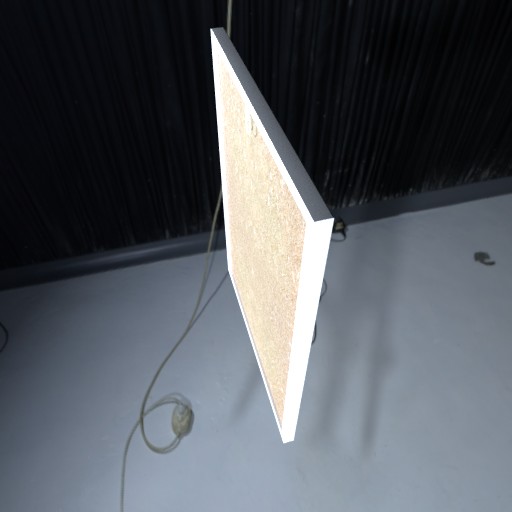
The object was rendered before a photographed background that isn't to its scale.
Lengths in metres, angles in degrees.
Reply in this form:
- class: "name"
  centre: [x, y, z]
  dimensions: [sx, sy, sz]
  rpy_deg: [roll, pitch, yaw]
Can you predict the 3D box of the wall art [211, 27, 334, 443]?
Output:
- class: "wall art"
  centre: [0.000, 0.000, 1.383]
  dimensions: [0.042, 1.056, 0.805]
  rpy_deg: [-12, 50, -10]
